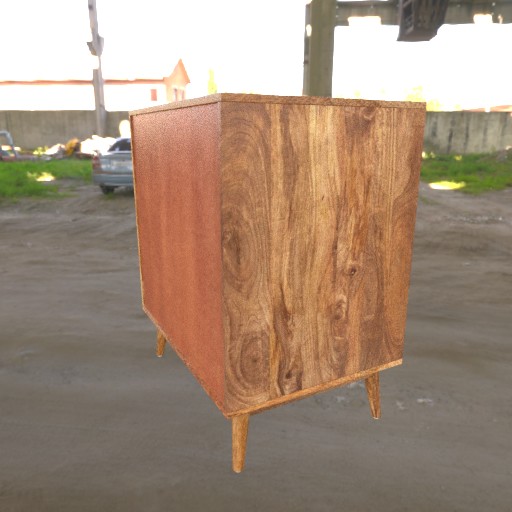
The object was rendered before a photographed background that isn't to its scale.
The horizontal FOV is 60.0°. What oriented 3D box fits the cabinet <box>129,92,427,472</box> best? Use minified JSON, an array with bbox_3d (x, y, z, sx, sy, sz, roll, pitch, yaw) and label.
[{"bbox_3d":[0.000,0.000,1.187,0.473,0.758,0.647,-8,17,-27],"label":"cabinet"}]
